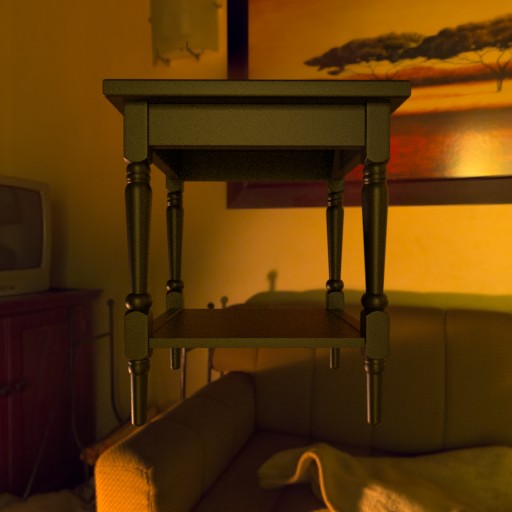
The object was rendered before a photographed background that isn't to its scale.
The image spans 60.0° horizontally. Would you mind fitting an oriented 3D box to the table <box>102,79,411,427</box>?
[{"bbox_3d":[0.000,0.000,0.922,0.488,0.565,0.442,0,1,-1],"label":"table"}]
